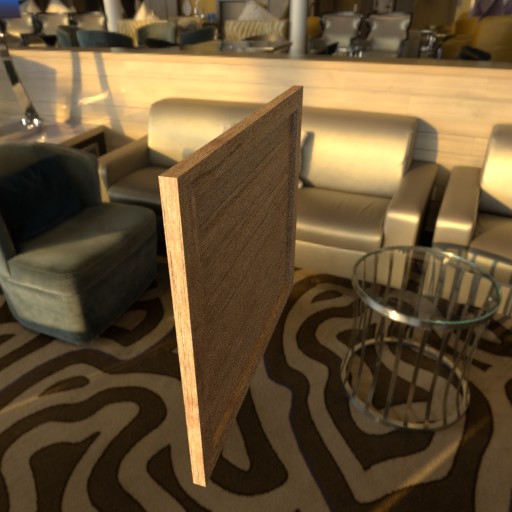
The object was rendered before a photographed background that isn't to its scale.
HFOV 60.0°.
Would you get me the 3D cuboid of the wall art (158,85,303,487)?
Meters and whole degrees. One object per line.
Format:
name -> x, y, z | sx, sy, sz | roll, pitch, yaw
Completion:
wall art -> 0.000, 0.000, 0.949 | 0.026, 0.588, 0.690 | 9, 31, 15
